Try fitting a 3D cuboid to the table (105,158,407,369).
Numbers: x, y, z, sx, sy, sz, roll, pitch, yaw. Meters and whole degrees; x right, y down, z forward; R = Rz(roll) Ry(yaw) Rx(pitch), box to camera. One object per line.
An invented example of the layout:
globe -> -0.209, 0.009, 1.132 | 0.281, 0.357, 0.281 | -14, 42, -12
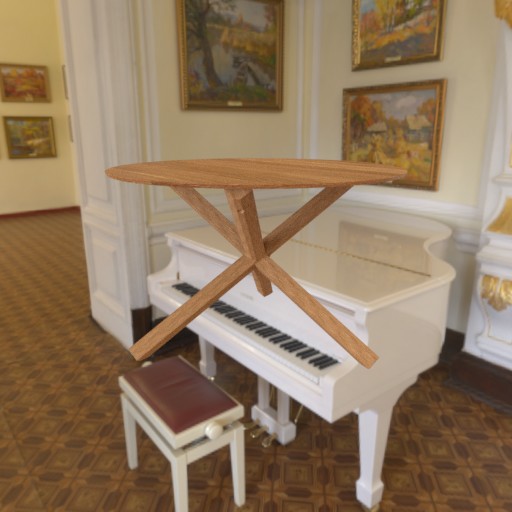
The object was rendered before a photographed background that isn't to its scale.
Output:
table -> 0.000, 0.000, 1.689 | 1.038, 0.666, 1.038 | 0, 16, 0
